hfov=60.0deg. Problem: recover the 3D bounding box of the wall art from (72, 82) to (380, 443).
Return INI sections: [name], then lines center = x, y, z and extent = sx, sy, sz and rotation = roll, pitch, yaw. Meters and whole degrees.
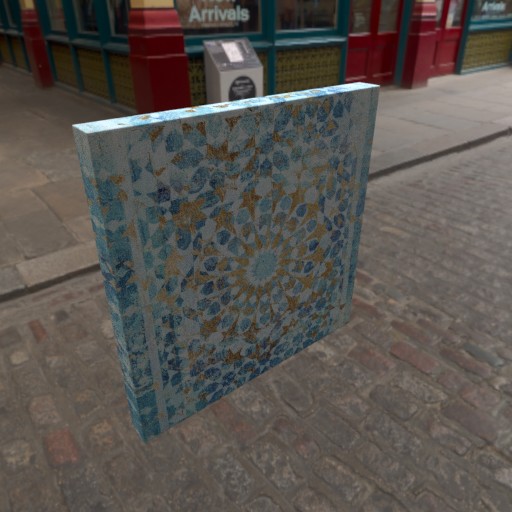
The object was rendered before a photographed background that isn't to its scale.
[wall art]
center = 0.000, 0.000, 0.605
extent = 0.405, 0.405, 0.037
rotation = -22, 36, -33
